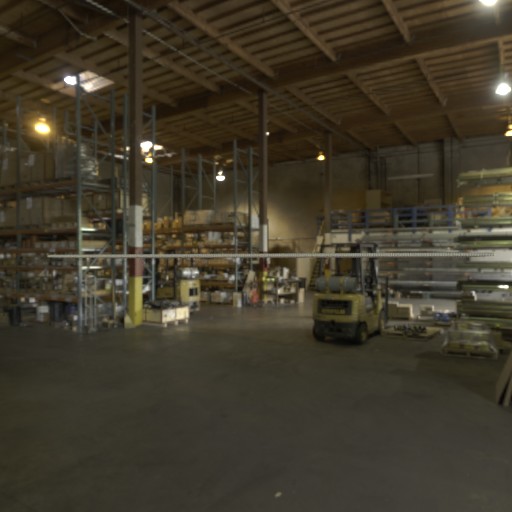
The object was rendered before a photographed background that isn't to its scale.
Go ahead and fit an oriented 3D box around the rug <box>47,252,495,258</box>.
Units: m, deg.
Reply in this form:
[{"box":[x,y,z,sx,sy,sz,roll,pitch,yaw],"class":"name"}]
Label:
[{"box":[0.000,0.000,2.477,2.276,0.014,0.678,0,-1,18],"class":"rug"}]
